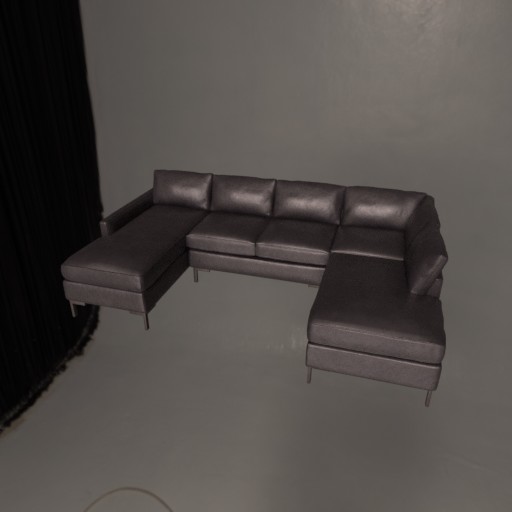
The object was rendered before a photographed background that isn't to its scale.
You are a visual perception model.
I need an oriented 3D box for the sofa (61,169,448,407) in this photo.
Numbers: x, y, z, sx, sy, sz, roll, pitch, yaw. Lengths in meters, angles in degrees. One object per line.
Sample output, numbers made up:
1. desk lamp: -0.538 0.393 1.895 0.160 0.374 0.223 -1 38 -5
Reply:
1. sofa: 0.000 0.000 3.857 2.956 0.900 1.939 8 28 15
